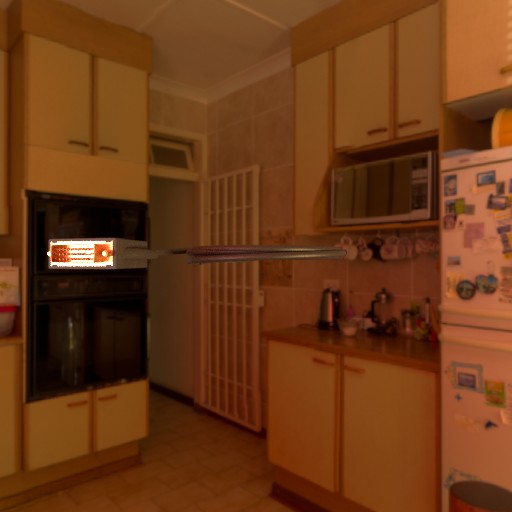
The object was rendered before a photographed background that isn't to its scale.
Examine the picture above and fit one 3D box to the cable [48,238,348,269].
[{"bbox_3d":[0.000,0.000,0.331,0.136,0.015,0.281,0,-1,18],"label":"cable"}]
